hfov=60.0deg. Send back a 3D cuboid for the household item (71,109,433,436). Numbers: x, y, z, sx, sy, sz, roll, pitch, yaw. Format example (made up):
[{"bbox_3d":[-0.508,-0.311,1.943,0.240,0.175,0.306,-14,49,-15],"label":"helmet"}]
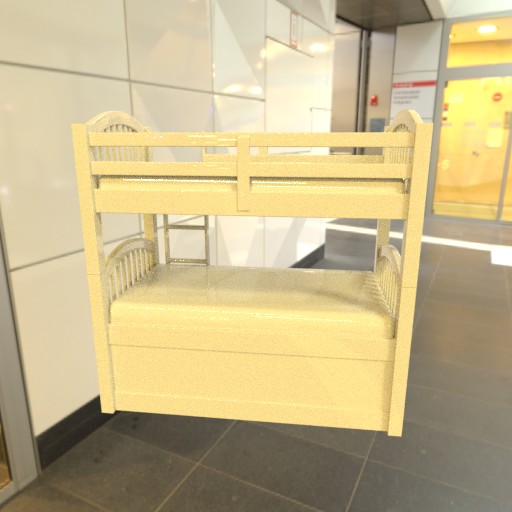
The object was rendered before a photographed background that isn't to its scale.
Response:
[{"bbox_3d":[0.000,0.000,3.252,2.032,2.032,1.143,2,16,7],"label":"household item"}]
